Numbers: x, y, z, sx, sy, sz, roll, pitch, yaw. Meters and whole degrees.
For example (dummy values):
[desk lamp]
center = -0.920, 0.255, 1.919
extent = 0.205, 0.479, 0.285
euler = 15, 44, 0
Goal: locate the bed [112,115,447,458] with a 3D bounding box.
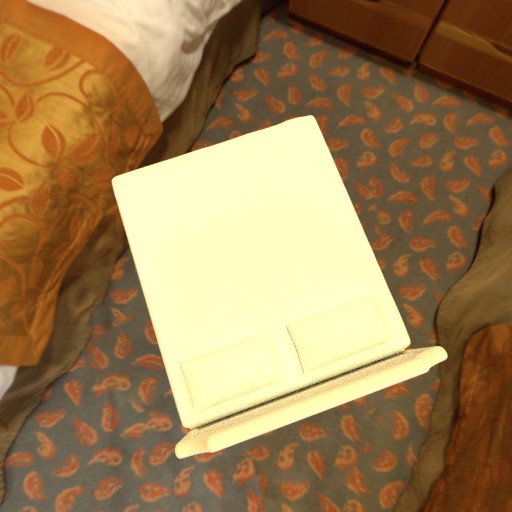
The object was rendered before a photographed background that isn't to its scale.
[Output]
[bed]
center = 0.000, 0.000, 4.138
extent = 2.350, 1.590, 2.773
euler = -19, 76, -5
